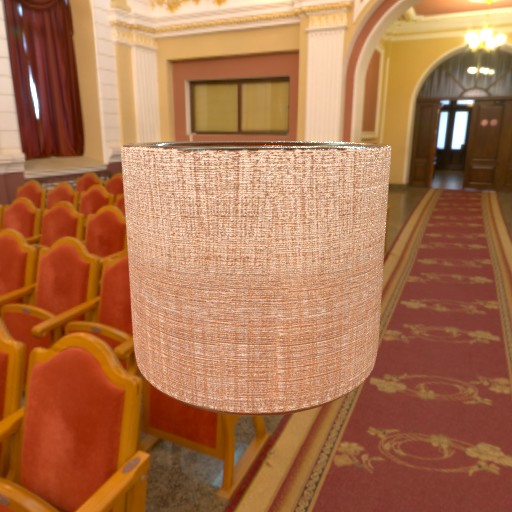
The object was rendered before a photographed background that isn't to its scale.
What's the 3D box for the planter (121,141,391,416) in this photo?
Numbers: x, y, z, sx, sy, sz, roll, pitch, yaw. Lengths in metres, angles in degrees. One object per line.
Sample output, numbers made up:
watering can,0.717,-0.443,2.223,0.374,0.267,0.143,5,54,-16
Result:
planter,0.000,0.000,0.318,0.177,0.157,0.177,0,15,0
